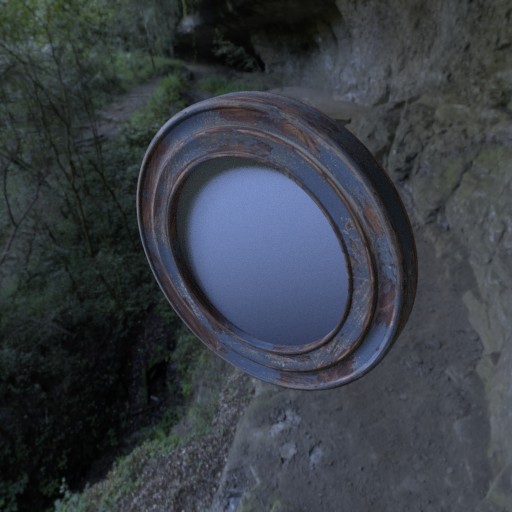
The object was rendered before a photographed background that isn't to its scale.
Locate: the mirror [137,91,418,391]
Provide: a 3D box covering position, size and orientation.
[{"bbox_3d":[0.000,0.000,0.842,0.585,0.585,0.061,19,35,29],"label":"mirror"}]
